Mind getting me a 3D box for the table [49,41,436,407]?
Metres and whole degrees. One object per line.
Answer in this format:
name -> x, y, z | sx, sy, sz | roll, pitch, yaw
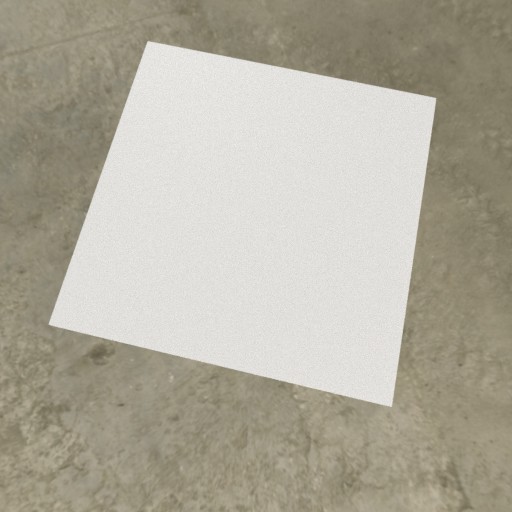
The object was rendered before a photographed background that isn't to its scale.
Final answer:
table -> 0.000, 0.000, 0.756 | 0.381, 0.483, 0.381 | 13, 75, 3
